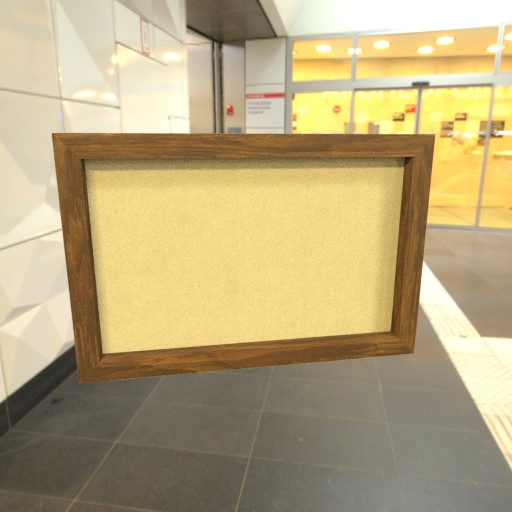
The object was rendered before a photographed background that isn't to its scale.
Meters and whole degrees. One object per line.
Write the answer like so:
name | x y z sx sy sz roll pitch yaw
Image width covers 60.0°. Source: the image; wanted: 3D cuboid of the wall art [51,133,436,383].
wall art | 0.000 0.000 0.761 0.609 0.405 0.035 -3 15 -10
